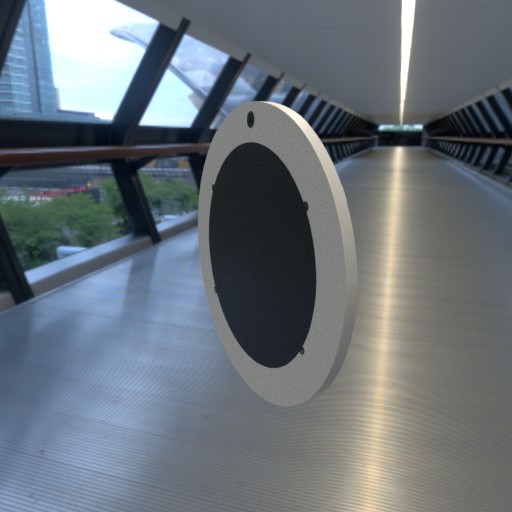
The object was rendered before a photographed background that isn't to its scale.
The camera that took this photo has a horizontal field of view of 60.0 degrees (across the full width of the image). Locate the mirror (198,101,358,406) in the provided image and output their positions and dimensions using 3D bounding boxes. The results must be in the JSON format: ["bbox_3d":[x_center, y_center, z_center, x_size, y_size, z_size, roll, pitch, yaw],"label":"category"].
[{"bbox_3d":[0.000,0.000,1.387,0.038,0.914,0.914,-7,16,-27],"label":"mirror"}]
